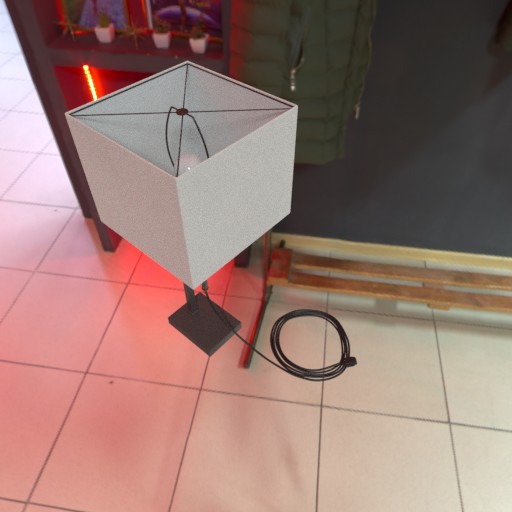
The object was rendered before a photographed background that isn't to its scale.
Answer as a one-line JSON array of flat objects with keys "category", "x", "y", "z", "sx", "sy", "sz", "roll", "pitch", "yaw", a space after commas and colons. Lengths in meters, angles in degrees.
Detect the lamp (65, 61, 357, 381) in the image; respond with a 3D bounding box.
[{"category": "lamp", "x": 0.000, "y": 0.000, "z": 0.969, "sx": 0.504, "sy": 0.660, "sz": 0.399, "roll": 32, "pitch": 54, "yaw": 27}]
